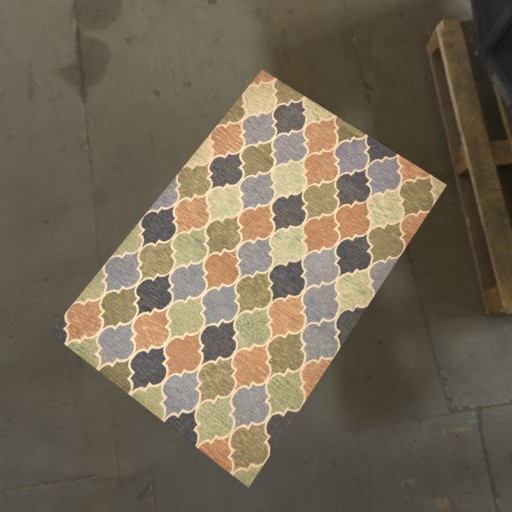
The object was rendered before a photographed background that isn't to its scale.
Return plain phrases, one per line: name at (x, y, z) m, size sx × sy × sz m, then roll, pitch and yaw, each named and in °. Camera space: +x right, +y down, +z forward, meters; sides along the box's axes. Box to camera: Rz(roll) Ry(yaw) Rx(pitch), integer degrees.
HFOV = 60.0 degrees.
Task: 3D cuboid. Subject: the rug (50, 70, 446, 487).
rug at (0.000, 0.000, 2.295) m, size 1.216 × 0.006 × 1.828 m, roll 35°, pitch 79°, yaw 8°
